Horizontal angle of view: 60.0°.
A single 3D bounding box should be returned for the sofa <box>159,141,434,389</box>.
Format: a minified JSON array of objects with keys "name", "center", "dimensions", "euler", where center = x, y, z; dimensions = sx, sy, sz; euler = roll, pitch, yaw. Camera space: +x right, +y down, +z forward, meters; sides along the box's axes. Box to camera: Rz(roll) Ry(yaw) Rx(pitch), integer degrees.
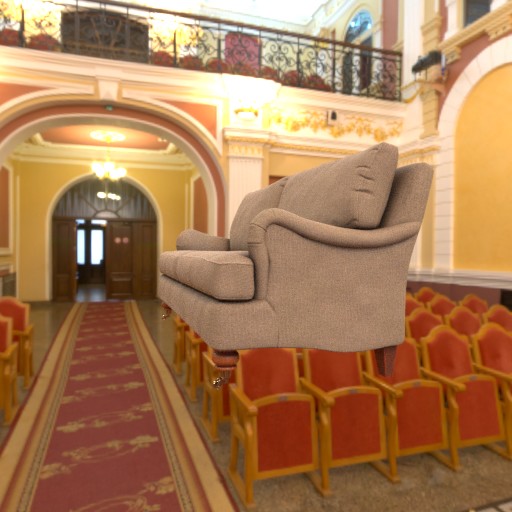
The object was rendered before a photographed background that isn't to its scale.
[{"name":"sofa","center":[0.000,0.000,2.912],"dimensions":[1.069,1.096,2.193],"euler":[0,1,-18]}]
